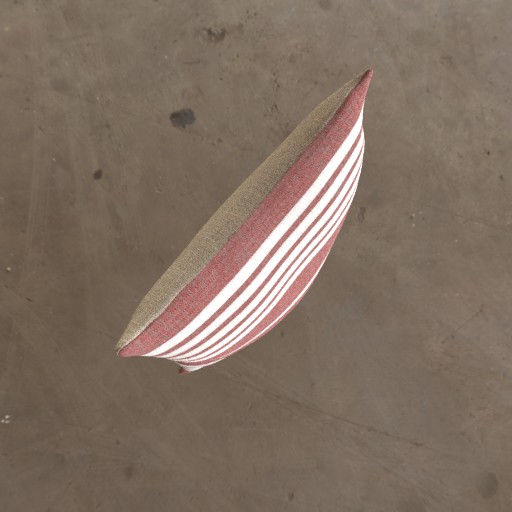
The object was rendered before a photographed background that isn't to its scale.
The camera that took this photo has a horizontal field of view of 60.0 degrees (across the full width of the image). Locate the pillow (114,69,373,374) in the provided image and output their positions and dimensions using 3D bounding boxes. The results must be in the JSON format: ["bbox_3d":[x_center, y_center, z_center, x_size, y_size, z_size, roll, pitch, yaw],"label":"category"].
[{"bbox_3d":[0.000,0.000,0.670,0.182,0.427,0.439,38,77,10],"label":"pillow"}]
